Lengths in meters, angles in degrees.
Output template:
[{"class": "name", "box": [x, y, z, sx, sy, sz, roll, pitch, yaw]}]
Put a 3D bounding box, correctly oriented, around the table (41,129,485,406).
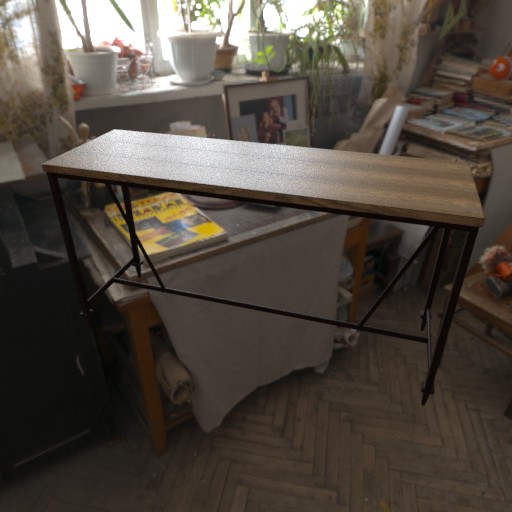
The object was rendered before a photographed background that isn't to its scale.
[{"class": "table", "box": [0.000, 0.000, 2.077, 1.700, 0.902, 0.551, 9, 33, 15]}]
